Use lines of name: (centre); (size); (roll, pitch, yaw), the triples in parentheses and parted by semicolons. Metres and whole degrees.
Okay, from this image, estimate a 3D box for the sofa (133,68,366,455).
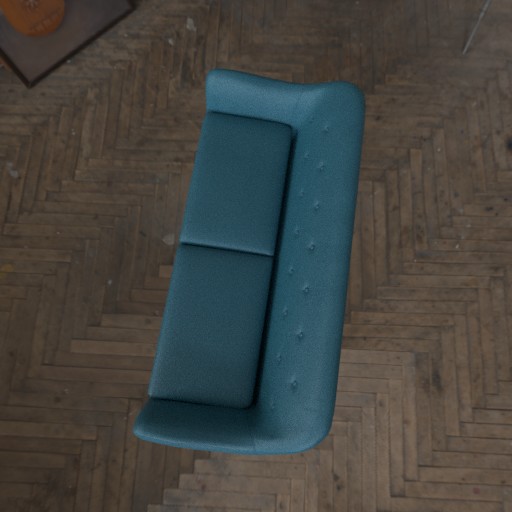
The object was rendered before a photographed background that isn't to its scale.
sofa: (0.000, 0.000, 2.253); (0.820, 0.836, 1.840); (8, 76, 2)
